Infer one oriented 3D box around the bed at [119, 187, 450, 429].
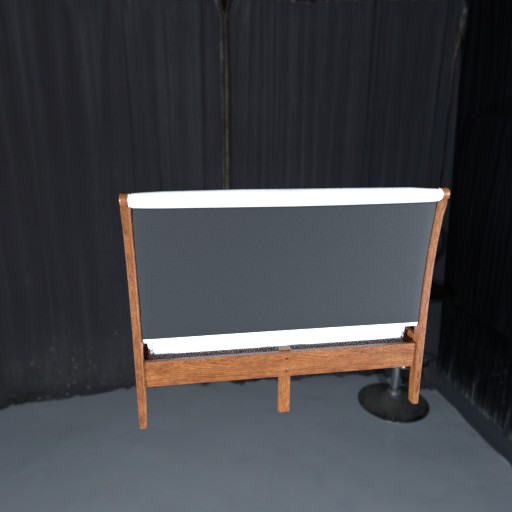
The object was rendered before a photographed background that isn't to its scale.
[{"bbox_3d":[0.000,0.000,3.300,1.612,1.250,2.380,-2,15,-8],"label":"bed"}]
